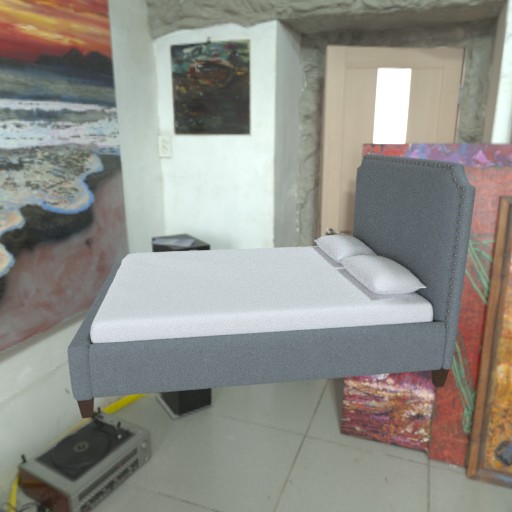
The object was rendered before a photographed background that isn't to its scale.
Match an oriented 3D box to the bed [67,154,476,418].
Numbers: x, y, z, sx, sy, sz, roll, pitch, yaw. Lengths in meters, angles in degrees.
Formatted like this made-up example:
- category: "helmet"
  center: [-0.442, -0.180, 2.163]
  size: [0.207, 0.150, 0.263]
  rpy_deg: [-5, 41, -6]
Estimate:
- category: "bed"
  center: [0.000, 0.000, 3.343]
  size: [2.372, 1.443, 1.712]
  rpy_deg: [-2, 15, -8]
